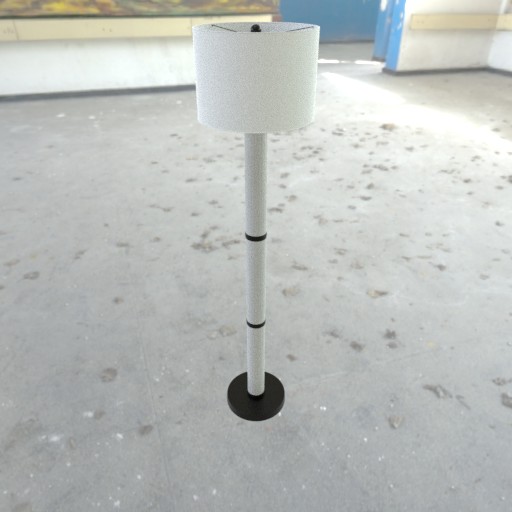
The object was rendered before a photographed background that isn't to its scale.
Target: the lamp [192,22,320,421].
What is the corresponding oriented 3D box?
[{"bbox_3d":[0.000,0.000,1.721,0.377,1.599,0.377,-10,33,-16],"label":"lamp"}]
